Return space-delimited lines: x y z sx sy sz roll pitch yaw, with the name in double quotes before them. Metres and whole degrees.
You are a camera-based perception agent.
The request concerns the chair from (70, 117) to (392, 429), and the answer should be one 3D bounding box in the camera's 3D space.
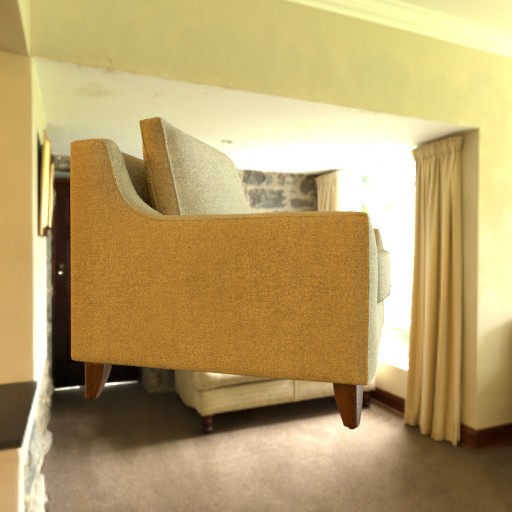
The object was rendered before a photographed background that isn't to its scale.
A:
"chair" 0.000 0.000 1.570 0.918 0.864 0.838 0 1 18
